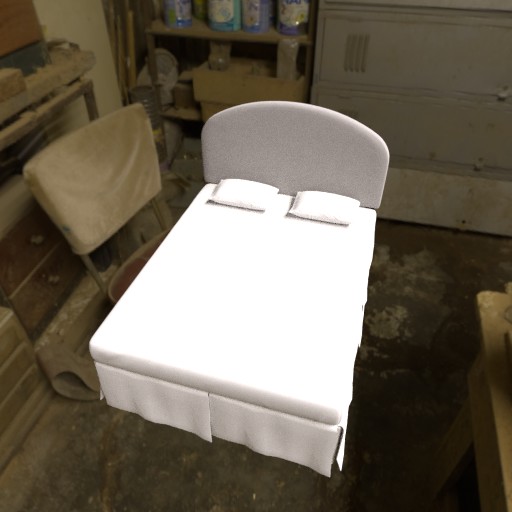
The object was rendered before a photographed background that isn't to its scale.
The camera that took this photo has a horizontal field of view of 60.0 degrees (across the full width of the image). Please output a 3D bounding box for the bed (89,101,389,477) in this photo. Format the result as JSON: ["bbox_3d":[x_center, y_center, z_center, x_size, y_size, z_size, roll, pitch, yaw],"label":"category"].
[{"bbox_3d":[0.000,0.000,3.027,1.607,1.410,2.005,11,41,13],"label":"bed"}]
